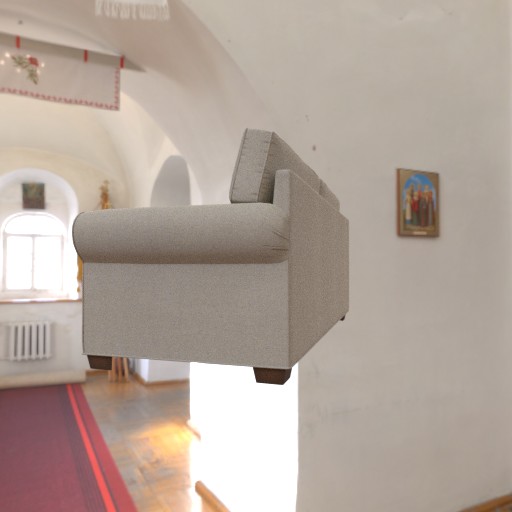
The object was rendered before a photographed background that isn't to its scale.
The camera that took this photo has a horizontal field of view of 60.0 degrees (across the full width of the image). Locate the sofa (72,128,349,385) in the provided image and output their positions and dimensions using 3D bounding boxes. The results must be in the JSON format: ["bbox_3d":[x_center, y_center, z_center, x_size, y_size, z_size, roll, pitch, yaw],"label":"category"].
[{"bbox_3d":[0.000,0.000,2.655,0.901,0.962,2.146,0,-1,18],"label":"sofa"}]
